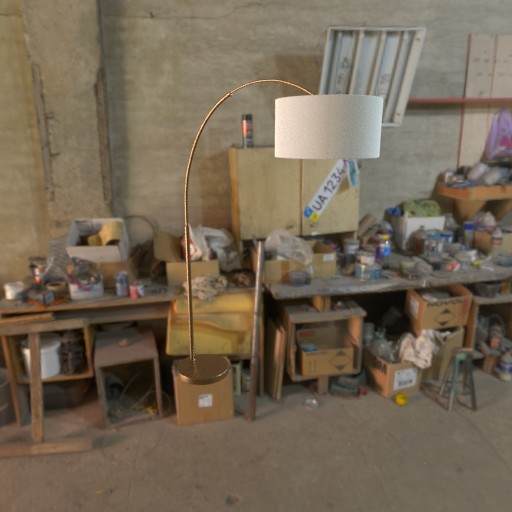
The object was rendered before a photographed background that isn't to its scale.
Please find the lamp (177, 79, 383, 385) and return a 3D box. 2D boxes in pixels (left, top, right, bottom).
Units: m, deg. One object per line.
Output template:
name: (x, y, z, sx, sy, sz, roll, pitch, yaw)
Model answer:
lamp: (0.000, 0.000, 2.599, 1.434, 1.927, 0.493, 14, 20, 42)
